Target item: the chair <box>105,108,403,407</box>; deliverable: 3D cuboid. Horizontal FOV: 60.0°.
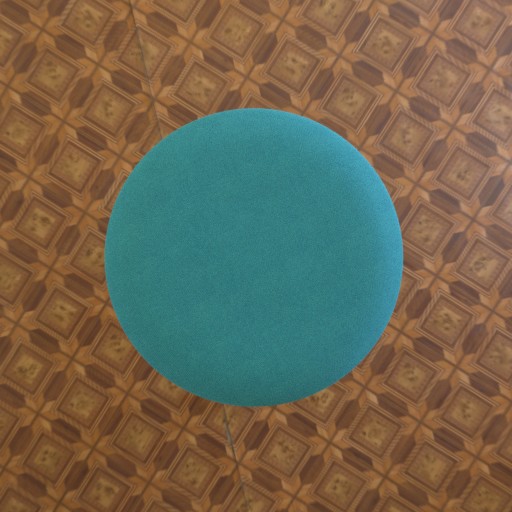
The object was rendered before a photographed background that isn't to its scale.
[{"bbox_3d":[0.000,0.000,0.693,0.350,0.430,0.350,0,91,1],"label":"chair"}]
